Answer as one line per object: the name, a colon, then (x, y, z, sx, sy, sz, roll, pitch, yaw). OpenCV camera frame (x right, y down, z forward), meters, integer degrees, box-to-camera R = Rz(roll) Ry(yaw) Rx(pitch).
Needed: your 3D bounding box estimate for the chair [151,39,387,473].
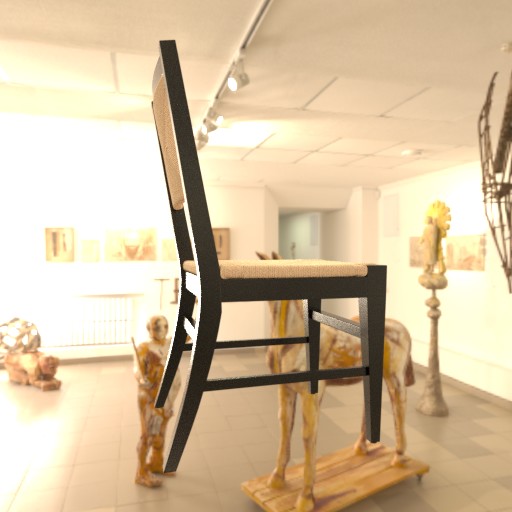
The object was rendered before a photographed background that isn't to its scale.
chair: (0.000, 0.000, 1.218, 0.552, 0.927, 0.437, 0, 1, -16)
